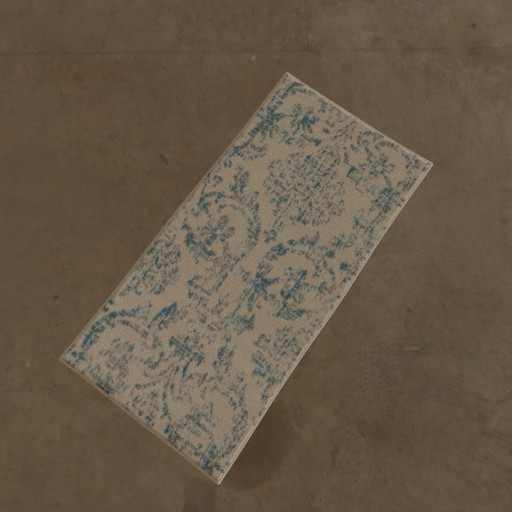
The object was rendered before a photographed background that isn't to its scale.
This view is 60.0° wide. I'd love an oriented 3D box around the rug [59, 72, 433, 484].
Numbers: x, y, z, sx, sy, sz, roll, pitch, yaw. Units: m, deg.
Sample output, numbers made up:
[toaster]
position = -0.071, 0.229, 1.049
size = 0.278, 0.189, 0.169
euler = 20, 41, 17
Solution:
[rug]
position = 0.000, 0.000, 1.418
size = 0.605, 0.007, 1.220
euler = 35, 79, 8
